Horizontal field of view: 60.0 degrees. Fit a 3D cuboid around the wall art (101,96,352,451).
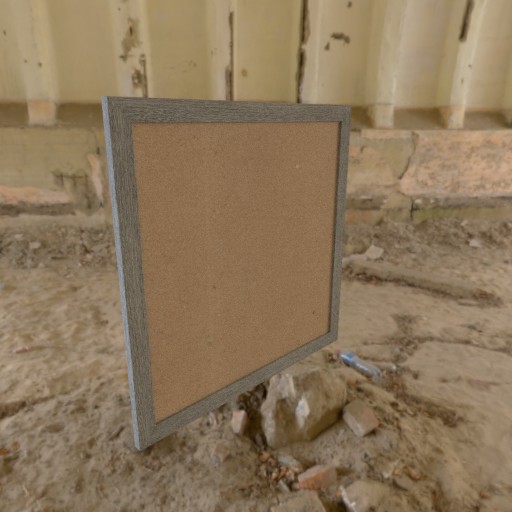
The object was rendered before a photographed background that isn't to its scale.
[{"bbox_3d":[0.000,0.000,1.042,0.685,0.685,0.020,-16,23,-42],"label":"wall art"}]
